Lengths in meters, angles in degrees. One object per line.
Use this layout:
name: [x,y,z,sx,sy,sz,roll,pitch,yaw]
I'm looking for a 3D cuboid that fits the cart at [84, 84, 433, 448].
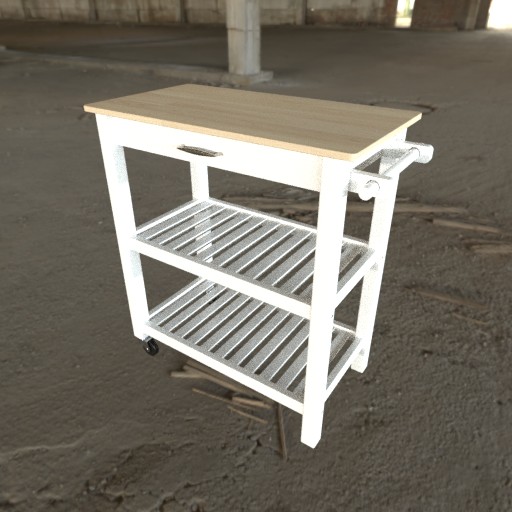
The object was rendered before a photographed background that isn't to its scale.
cart: [0.000,0.000,1.449,0.899,0.927,0.457,19,35,29]
